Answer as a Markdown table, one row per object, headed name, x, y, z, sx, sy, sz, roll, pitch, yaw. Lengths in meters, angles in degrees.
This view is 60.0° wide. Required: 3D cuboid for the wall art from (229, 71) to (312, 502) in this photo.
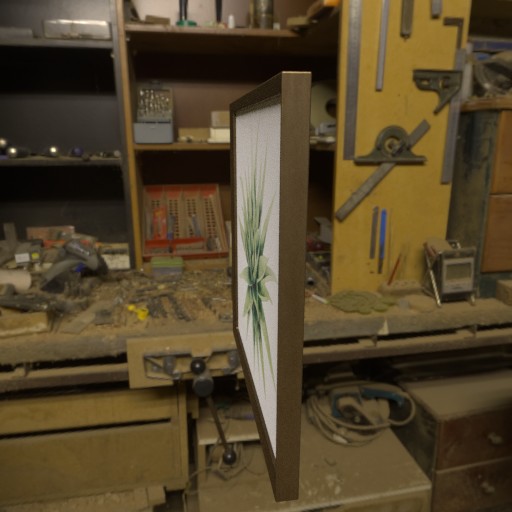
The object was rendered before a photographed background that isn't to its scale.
| name | x | y | z | sx | sy | sz | roll | pitch | yaw |
| --- | --- | --- | --- | --- | --- | --- | --- | --- | --- |
| wall art | 0.000 | 0.000 | 0.732 | 0.030 | 0.506 | 0.503 | -2 | 16 | -9 |
